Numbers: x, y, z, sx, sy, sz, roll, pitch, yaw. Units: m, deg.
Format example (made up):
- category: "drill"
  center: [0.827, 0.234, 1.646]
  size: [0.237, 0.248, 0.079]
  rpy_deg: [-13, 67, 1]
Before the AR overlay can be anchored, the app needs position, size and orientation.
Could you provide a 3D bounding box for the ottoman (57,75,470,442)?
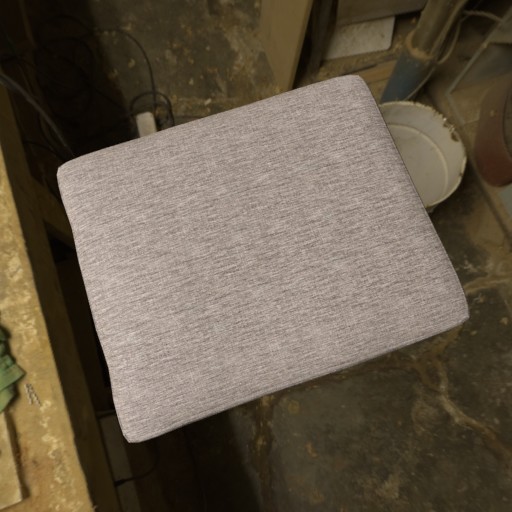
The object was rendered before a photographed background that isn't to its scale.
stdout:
- category: "ottoman"
  center: [0.000, 0.000, 1.438]
  size: [0.994, 0.492, 0.839]
  rpy_deg: [-19, 77, -5]
